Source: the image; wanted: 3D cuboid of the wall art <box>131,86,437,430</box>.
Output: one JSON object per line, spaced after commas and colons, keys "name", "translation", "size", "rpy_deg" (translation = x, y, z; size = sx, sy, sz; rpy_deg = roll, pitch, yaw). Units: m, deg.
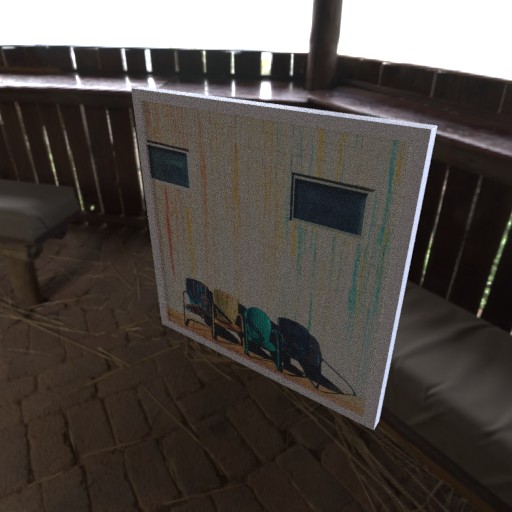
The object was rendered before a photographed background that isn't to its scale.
{"name": "wall art", "translation": [0.000, 0.000, 1.149], "size": [0.760, 0.760, 0.036], "rpy_deg": [19, 35, 30]}
